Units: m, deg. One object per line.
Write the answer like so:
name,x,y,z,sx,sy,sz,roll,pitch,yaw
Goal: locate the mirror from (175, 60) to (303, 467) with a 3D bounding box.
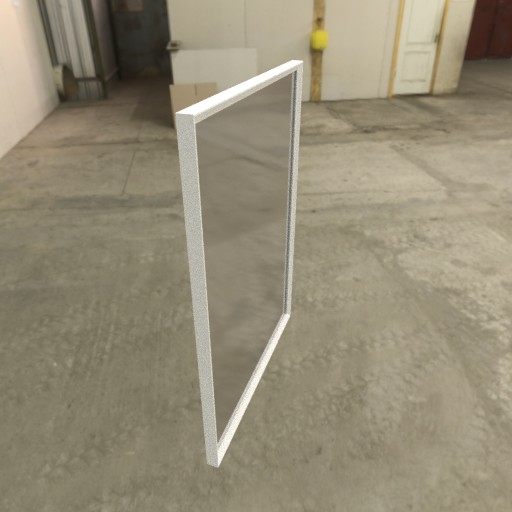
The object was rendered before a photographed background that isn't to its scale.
mirror,0.000,0.000,1.357,0.041,1.016,0.762,11,32,17
